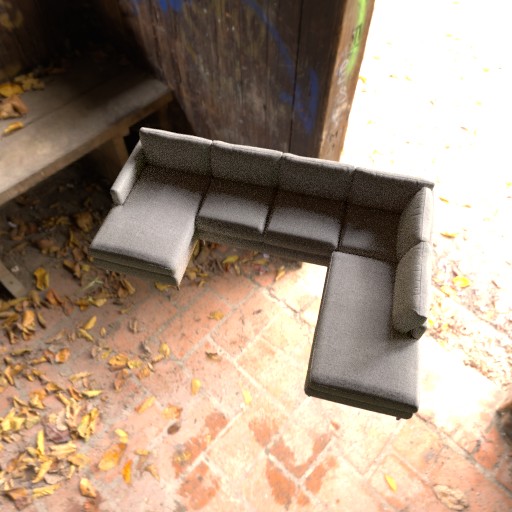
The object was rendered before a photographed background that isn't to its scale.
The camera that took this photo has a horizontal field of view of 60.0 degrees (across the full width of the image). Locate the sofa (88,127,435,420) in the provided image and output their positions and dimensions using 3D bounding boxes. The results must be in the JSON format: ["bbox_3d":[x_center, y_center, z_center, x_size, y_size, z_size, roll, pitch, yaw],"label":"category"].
[{"bbox_3d":[0.000,0.000,3.620,2.737,0.756,1.879,12,57,8],"label":"sofa"}]
